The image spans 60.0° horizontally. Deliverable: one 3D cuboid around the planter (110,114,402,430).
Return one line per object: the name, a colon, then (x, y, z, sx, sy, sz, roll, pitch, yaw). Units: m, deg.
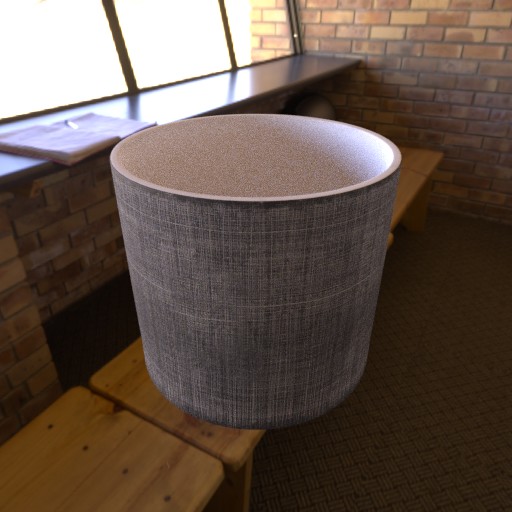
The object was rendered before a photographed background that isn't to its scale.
planter: (0.000, 0.000, 0.398, 0.221, 0.201, 0.221, 0, 30, 0)
